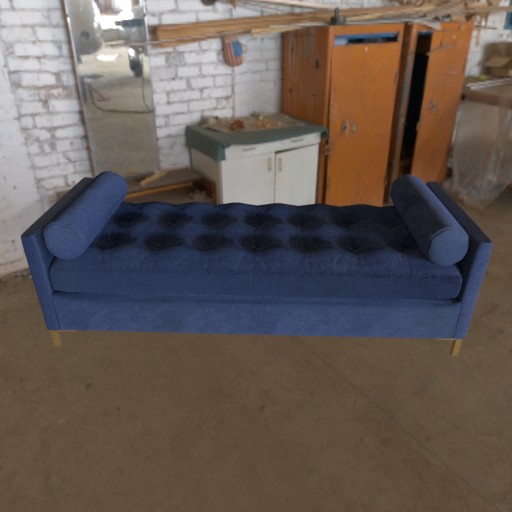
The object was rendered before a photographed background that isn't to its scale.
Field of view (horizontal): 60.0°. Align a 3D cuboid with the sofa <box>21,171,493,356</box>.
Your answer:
[{"bbox_3d":[0.000,0.000,2.408,2.102,0.705,0.796,1,30,2],"label":"sofa"}]
